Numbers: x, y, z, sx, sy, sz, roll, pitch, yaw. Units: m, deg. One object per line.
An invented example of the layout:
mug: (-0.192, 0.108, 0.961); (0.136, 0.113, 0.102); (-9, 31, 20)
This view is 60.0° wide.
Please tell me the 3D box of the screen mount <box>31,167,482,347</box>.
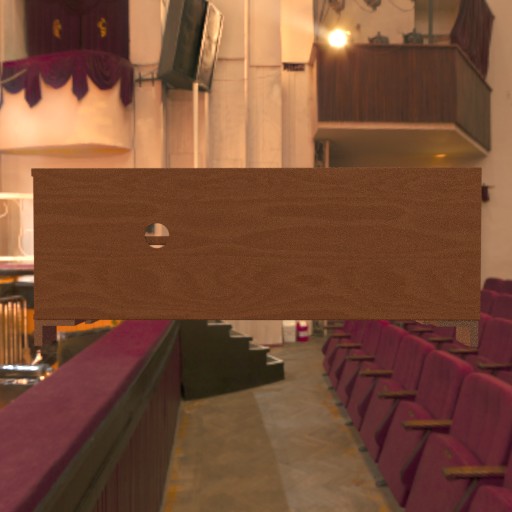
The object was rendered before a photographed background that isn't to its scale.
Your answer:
screen mount: (0.000, 0.000, 1.268); (1.084, 0.432, 0.406); (0, 1, 1)
